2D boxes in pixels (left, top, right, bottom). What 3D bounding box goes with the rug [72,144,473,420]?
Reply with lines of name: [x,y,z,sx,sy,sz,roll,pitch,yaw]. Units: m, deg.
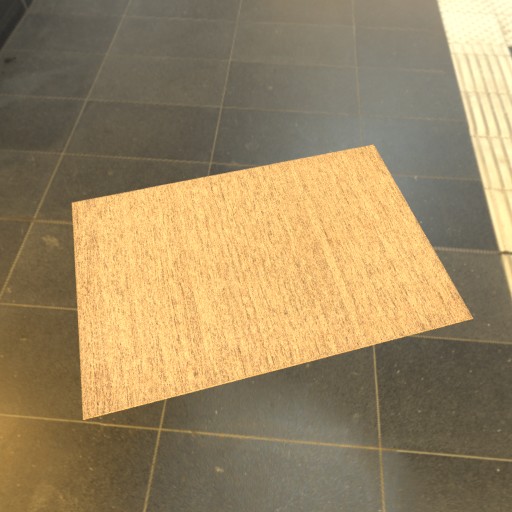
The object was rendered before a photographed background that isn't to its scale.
rug: [0.000,0.000,2.328,1.840,0.013,1.225,-13,58,-8]
